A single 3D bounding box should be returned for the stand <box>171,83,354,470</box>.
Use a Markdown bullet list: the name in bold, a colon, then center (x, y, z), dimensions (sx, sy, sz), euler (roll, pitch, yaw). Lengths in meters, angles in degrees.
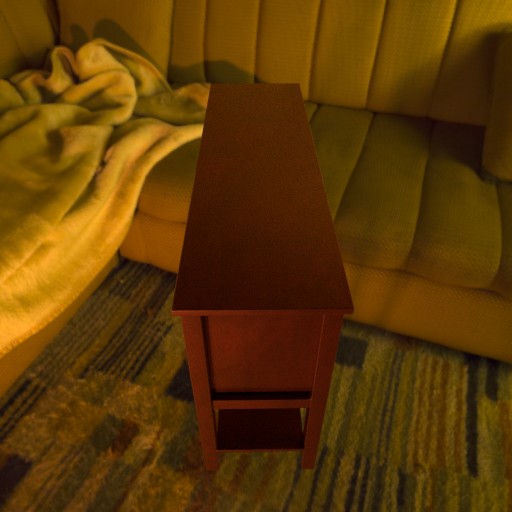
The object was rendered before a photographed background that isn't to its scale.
- **stand**: center (0.000, 0.000, 1.761), dimensions (0.410, 0.872, 1.362), euler (-1, 41, -1)
